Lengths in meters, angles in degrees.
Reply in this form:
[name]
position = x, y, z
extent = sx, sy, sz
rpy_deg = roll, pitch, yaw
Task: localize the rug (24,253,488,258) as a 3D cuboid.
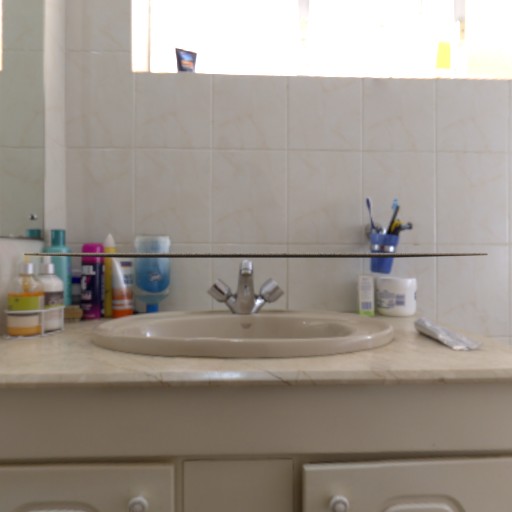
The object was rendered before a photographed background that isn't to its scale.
[rug]
position = 0.000, 0.000, 2.347
extent = 1.836, 0.009, 1.232
rpy_deg = 0, -1, 0
